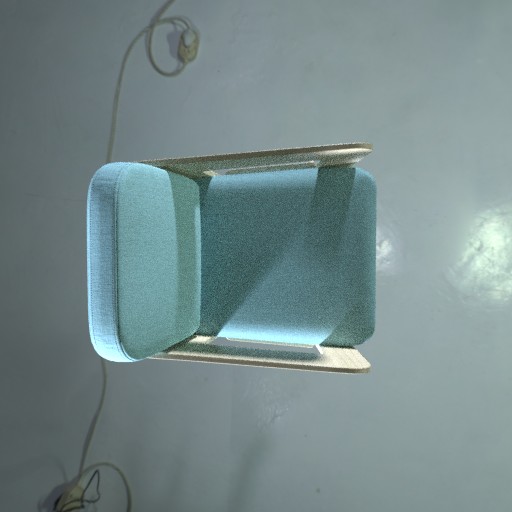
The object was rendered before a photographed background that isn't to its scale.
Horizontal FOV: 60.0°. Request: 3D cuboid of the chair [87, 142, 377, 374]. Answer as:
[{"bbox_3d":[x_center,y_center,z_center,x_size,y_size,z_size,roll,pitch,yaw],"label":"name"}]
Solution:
[{"bbox_3d":[0.000,0.000,1.286,0.710,0.800,0.590,0,92,-2],"label":"chair"}]
